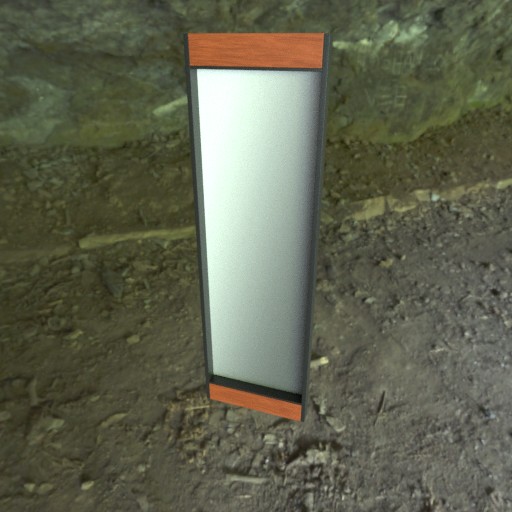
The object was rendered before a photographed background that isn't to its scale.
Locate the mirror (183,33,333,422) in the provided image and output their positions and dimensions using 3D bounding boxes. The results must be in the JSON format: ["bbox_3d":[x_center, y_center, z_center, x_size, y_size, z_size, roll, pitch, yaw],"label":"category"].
[{"bbox_3d":[0.000,0.000,1.250,0.343,1.123,0.047,8,28,17],"label":"mirror"}]
